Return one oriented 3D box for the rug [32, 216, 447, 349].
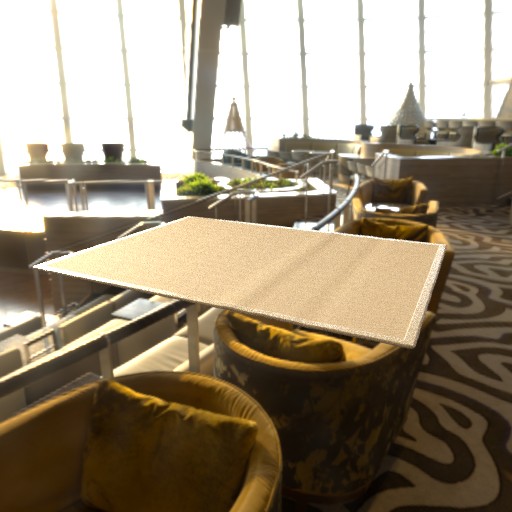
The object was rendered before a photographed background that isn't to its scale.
[{"bbox_3d":[0.000,0.000,4.818,3.659,0.037,2.734,8,19,25],"label":"rug"}]
